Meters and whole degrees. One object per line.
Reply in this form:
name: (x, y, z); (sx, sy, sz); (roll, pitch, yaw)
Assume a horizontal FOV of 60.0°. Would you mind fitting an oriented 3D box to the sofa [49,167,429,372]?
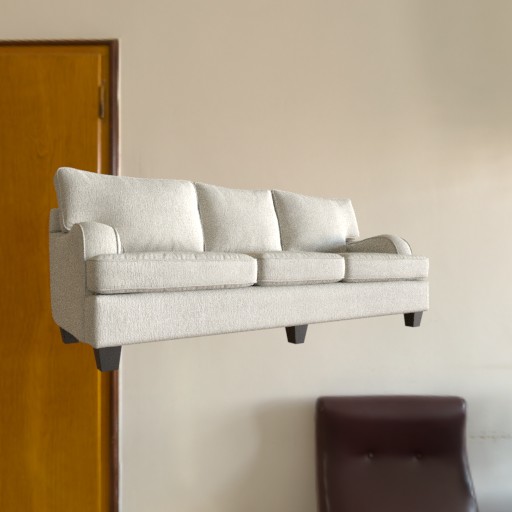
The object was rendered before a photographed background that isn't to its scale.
sofa: (0.000, 0.000, 2.864); (2.323, 0.991, 1.016); (0, 0, -34)
